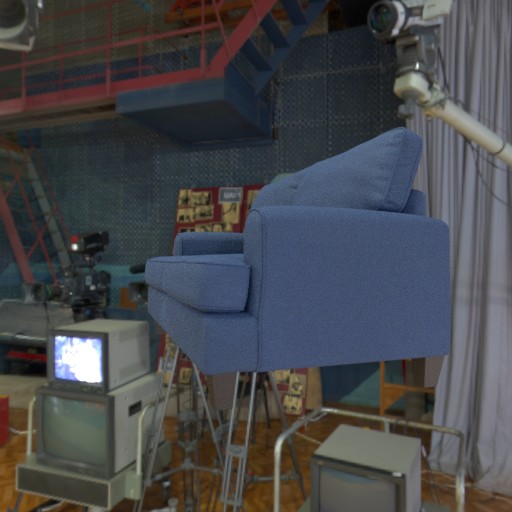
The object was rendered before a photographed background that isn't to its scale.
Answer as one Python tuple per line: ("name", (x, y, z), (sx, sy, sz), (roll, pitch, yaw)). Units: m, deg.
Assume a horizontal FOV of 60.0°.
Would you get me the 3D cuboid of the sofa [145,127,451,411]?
("sofa", (0.000, 0.000, 2.212), (0.965, 0.965, 1.651), (0, 0, -19))
